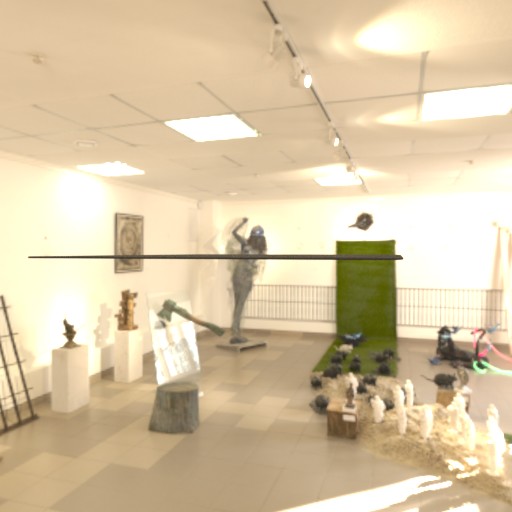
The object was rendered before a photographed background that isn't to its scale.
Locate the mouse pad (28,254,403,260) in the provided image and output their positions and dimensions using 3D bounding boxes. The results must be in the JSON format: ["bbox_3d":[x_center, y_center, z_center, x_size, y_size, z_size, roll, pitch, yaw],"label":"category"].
[{"bbox_3d":[0.000,0.000,0.629,0.393,0.002,0.451,0,1,18],"label":"mouse pad"}]
